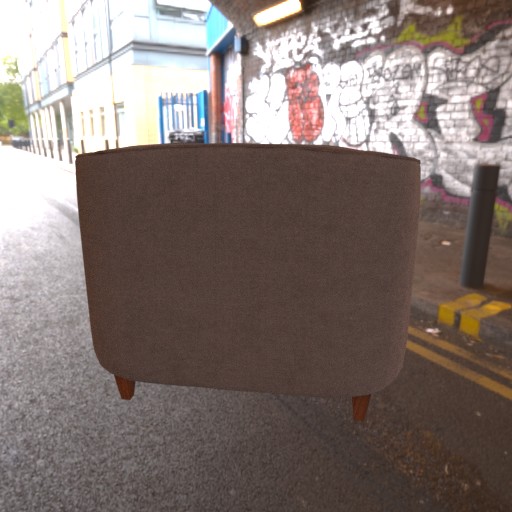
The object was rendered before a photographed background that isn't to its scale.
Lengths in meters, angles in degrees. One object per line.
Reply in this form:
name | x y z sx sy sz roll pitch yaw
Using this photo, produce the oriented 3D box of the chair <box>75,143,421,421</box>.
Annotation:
chair | 0.000 0.000 1.698 1.104 0.852 0.941 2 15 8
